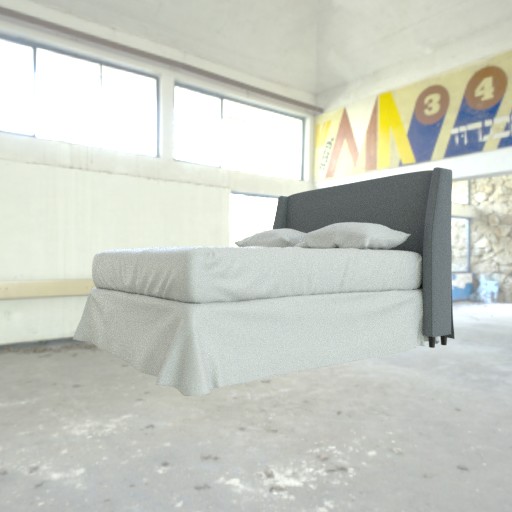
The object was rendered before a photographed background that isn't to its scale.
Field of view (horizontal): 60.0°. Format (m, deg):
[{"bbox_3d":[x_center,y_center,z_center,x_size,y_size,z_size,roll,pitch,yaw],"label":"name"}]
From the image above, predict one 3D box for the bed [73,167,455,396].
[{"bbox_3d":[0.000,0.000,3.400,2.276,1.332,1.925,0,-1,-36],"label":"bed"}]
